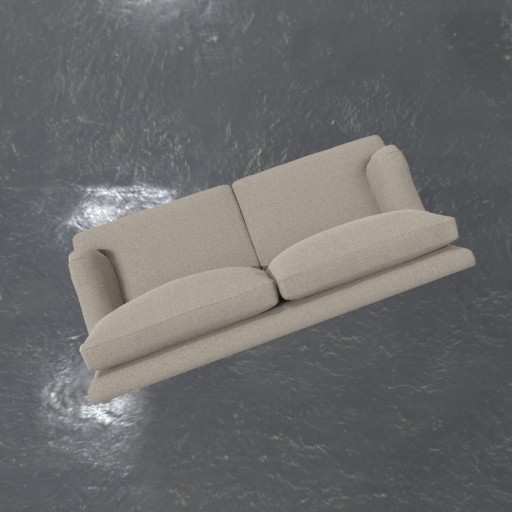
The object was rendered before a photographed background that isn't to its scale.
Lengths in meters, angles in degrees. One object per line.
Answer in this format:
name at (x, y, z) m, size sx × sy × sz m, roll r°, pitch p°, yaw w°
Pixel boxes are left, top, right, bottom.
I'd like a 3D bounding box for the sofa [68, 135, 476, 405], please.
sofa at (0.000, 0.000, 2.794) m, size 2.160 × 1.054 × 1.087 m, roll -19°, pitch 77°, yaw -5°
